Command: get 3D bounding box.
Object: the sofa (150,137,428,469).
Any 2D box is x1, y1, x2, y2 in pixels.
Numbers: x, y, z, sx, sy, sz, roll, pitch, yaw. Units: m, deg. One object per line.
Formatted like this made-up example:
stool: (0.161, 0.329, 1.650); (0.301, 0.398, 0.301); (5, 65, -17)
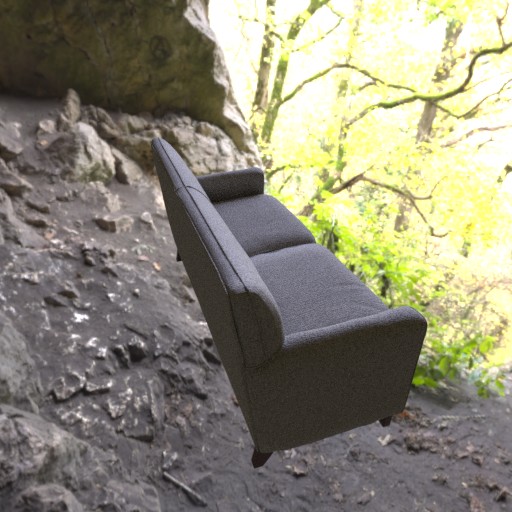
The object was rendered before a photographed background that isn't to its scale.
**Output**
sofa: (0.000, 0.000, 2.529); (0.854, 0.942, 2.026); (-10, 31, -16)
